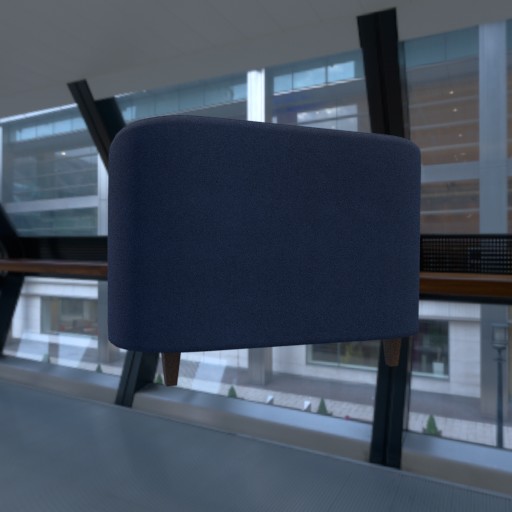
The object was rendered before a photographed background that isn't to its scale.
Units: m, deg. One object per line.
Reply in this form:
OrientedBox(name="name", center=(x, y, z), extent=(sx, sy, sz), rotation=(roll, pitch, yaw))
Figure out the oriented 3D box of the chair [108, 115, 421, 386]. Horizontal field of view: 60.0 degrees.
OrientedBox(name="chair", center=(0.000, 0.000, 1.760), extent=(1.118, 0.787, 0.914), rotation=(0, 0, -18))
